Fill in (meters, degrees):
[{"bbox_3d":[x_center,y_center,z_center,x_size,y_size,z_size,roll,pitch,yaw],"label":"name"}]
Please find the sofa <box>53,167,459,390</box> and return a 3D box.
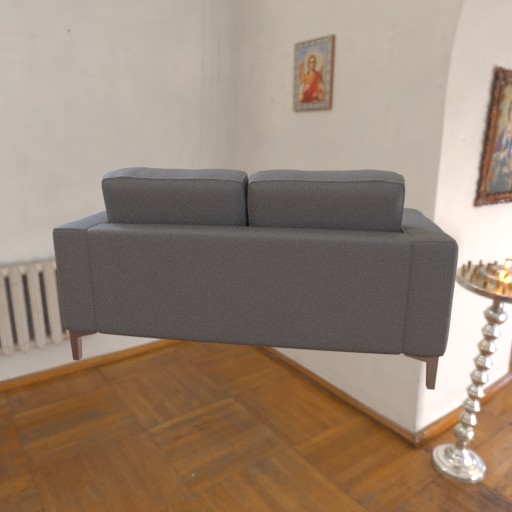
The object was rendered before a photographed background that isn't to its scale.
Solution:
[{"bbox_3d":[0.000,0.000,2.239,1.726,0.892,0.833,2,15,9],"label":"sofa"}]
